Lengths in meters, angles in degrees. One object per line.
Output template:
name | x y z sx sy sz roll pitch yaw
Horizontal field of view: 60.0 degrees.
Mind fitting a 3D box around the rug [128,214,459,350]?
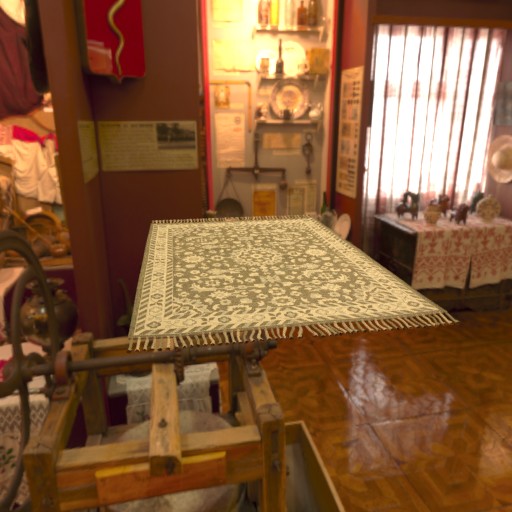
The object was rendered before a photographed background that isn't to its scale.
rug | 0.000 0.000 3.069 1.530 0.025 2.431 -3 18 -10
